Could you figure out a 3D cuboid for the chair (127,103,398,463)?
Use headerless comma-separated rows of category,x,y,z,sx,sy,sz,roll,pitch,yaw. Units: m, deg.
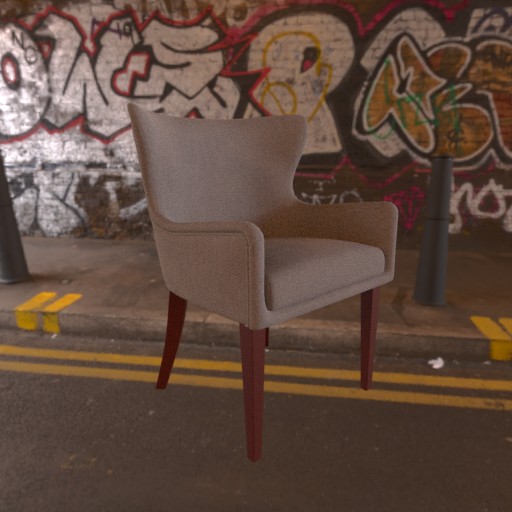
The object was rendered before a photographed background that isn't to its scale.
chair,0.000,0.000,1.471,0.732,0.948,0.677,-12,18,-42
